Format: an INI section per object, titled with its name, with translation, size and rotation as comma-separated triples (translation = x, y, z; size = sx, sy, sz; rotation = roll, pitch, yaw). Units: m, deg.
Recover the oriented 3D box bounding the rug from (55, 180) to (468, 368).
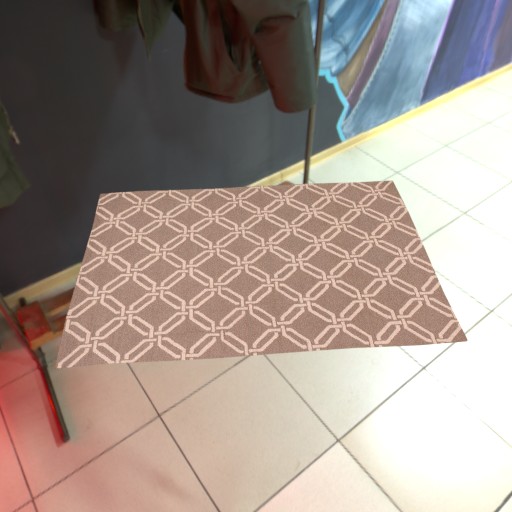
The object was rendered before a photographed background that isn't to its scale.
[rug]
translation = 0.000, 0.000, 2.239
size = 1.748, 0.010, 1.142
rotation = -3, 47, -3
